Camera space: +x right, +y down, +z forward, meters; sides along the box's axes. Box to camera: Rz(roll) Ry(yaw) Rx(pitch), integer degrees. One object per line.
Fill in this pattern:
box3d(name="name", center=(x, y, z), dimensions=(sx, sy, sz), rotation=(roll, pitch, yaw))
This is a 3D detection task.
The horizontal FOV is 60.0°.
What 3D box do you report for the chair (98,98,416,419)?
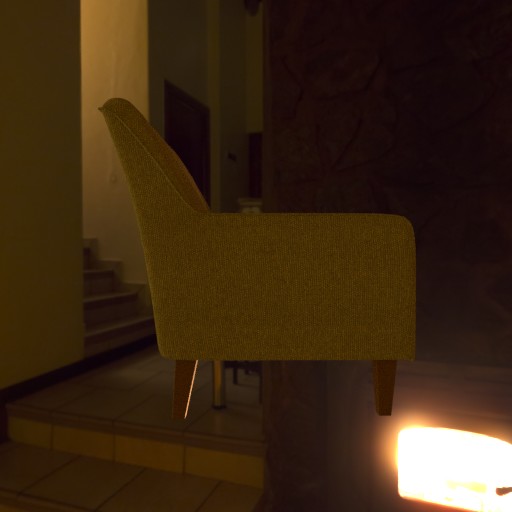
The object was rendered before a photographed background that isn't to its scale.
box3d(name="chair", center=(0.000, 0.000, 1.628), dimensions=(0.899, 0.919, 0.780), rotation=(0, 1, -1))
